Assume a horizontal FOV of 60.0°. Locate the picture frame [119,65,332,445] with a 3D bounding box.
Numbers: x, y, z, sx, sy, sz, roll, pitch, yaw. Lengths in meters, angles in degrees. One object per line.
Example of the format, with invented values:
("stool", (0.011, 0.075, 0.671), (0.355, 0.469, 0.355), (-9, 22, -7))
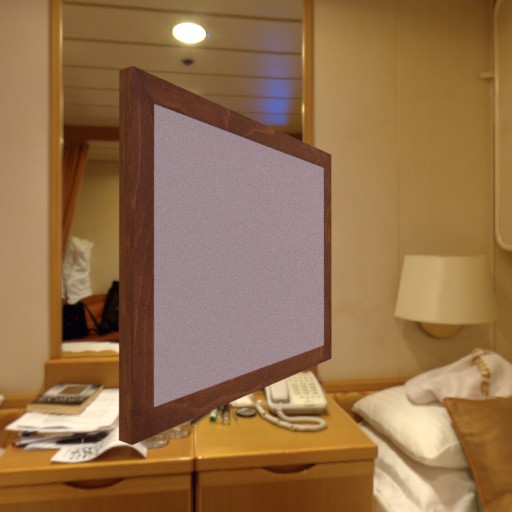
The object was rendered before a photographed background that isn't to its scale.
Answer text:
("picture frame", (0.000, 0.000, 0.770), (0.025, 0.457, 0.559), (0, 0, 35))
